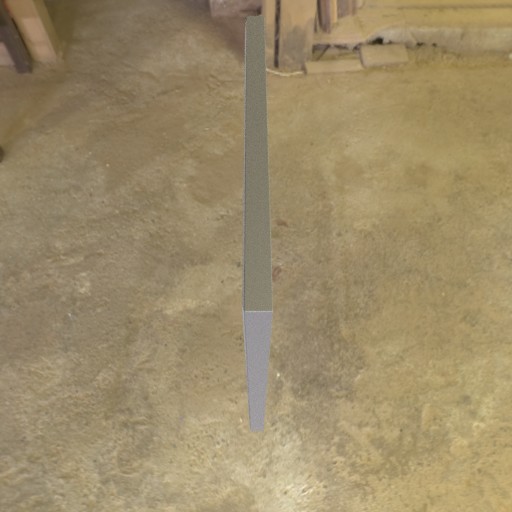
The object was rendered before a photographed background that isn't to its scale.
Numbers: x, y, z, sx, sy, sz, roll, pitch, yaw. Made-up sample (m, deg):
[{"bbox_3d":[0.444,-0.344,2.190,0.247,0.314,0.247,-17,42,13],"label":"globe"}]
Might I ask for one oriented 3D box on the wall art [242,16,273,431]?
[{"bbox_3d":[0.000,0.000,0.747,0.029,0.558,0.458,0,58,0],"label":"wall art"}]
